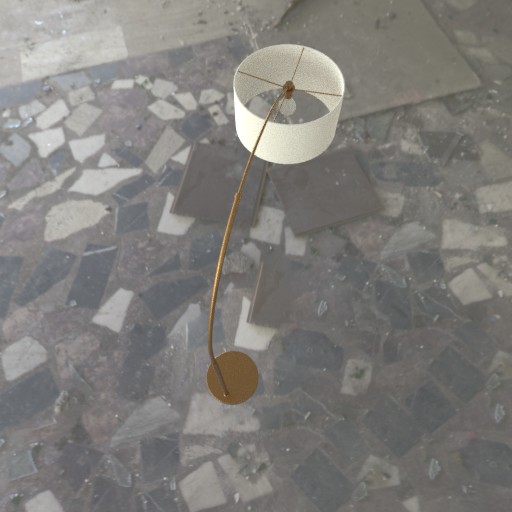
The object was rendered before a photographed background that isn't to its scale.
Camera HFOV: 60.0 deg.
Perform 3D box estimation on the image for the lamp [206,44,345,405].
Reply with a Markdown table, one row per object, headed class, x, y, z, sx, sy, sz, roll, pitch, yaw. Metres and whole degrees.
| class | x | y | z | sx | sy | sz | roll | pitch | yaw |
| --- | --- | --- | --- | --- | --- | --- | --- | --- | --- |
| lamp | 0.000 | 0.000 | 2.526 | 0.493 | 1.927 | 1.434 | 17 | 65 | 8 |
